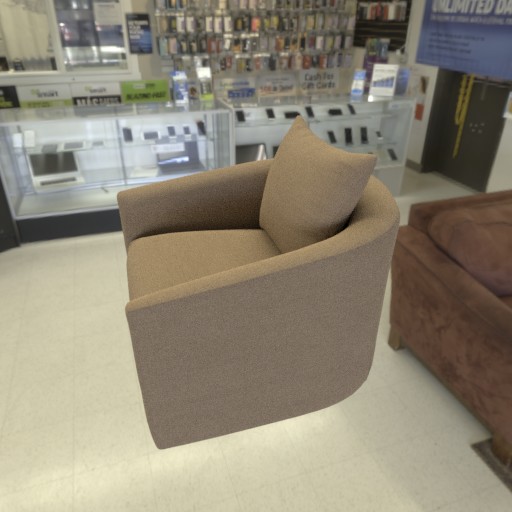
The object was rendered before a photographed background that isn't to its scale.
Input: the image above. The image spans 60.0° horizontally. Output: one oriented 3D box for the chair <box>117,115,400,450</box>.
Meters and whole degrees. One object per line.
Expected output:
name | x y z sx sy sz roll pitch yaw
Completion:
chair | 0.000 0.000 1.597 0.910 0.848 0.845 -8 31 -15
